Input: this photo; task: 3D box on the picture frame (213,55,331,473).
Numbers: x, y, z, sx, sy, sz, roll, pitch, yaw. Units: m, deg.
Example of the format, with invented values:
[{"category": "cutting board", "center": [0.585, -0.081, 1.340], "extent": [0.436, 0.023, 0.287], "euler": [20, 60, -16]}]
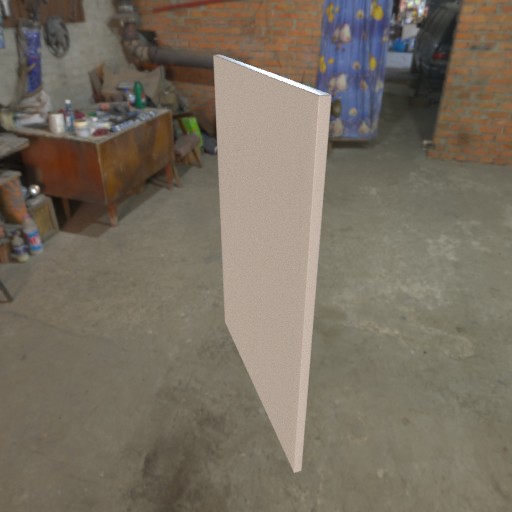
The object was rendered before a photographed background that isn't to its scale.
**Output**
[{"category": "picture frame", "center": [0.000, 0.000, 0.682], "extent": [0.012, 0.534, 0.381], "euler": [-10, 31, -17]}]
